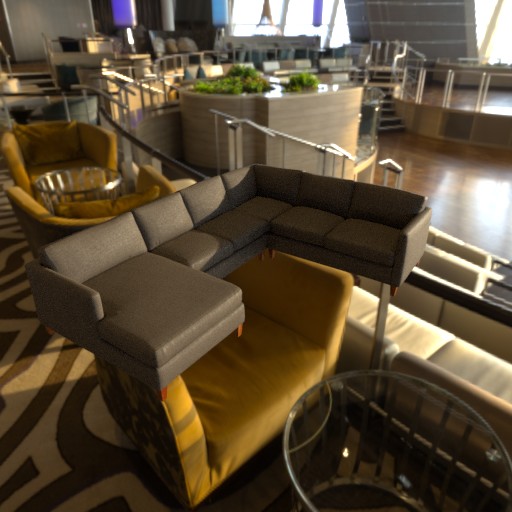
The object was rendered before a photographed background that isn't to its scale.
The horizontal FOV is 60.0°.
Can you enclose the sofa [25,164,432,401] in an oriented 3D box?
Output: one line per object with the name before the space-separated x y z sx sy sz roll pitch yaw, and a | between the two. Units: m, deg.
sofa | 0.000 0.000 4.562 2.594 0.961 3.460 18 32 30
